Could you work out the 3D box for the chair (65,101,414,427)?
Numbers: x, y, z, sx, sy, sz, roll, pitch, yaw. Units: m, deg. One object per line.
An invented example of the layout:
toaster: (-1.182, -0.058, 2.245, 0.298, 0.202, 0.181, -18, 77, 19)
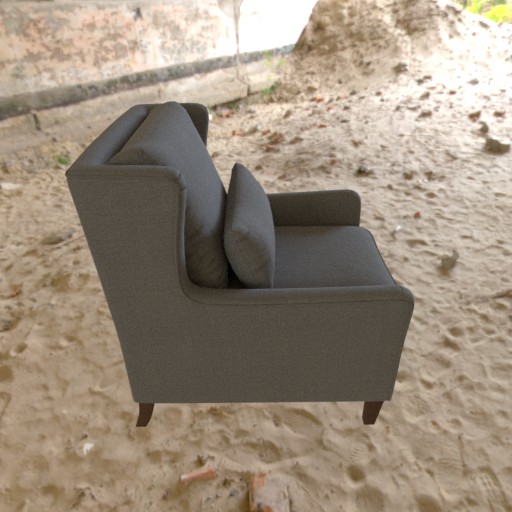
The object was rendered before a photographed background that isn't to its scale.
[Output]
chair: (0.000, 0.000, 1.748, 1.040, 1.056, 0.866, 0, 31, -1)
